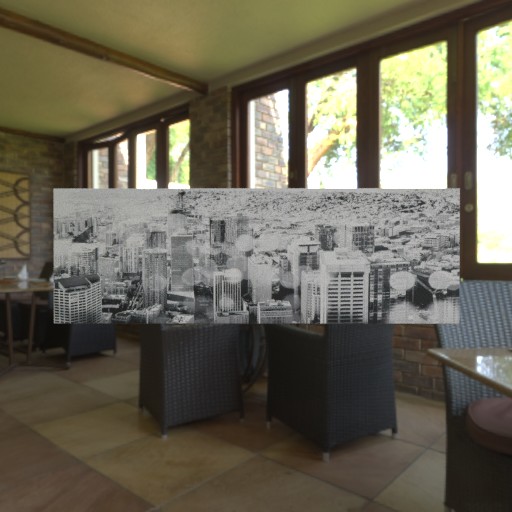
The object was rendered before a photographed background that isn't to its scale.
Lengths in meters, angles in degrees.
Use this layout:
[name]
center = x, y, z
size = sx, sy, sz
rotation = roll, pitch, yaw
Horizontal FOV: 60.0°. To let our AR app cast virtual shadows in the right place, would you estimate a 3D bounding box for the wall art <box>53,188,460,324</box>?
[wall art]
center = 0.000, 0.000, 0.851
size = 0.763, 0.255, 0.038
rotation = 0, 0, 0
